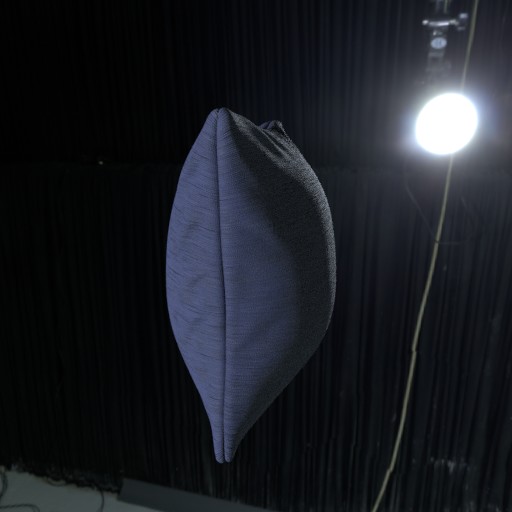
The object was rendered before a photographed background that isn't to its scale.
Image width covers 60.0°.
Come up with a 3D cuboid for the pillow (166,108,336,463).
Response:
[{"bbox_3d":[0.000,0.000,0.684,0.246,0.414,0.432,3,15,10],"label":"pillow"}]
